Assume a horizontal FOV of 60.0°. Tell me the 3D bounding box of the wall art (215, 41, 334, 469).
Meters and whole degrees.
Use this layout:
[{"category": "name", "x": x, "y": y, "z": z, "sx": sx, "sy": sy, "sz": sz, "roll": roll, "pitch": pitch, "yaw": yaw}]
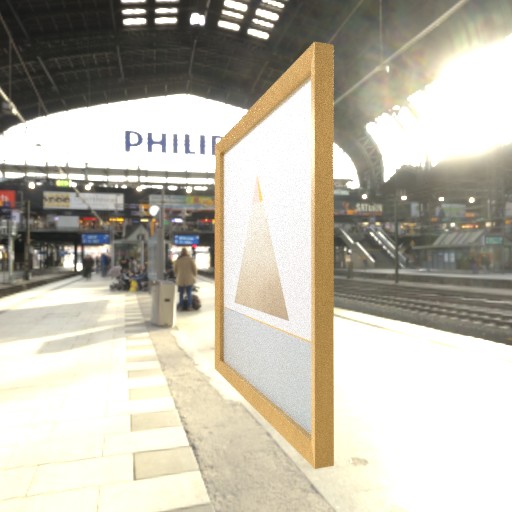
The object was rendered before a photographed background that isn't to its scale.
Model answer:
[{"category": "wall art", "x": 0.000, "y": 0.000, "z": 2.939, "sx": 0.097, "sy": 1.936, "sz": 1.935, "roll": 0, "pitch": 0, "yaw": -19}]
